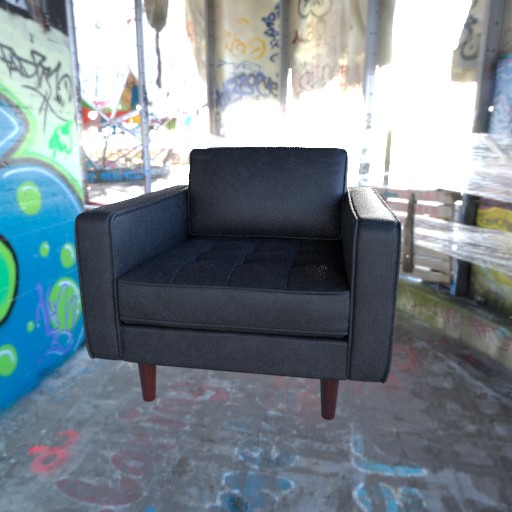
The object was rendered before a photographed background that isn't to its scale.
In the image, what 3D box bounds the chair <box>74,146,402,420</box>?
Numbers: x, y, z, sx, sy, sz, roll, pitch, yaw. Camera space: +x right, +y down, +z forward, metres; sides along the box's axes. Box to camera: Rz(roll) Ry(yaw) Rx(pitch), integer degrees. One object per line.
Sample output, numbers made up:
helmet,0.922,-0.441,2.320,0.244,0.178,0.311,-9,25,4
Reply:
chair,0.000,0.000,1.597,0.889,0.763,0.914,2,15,9
